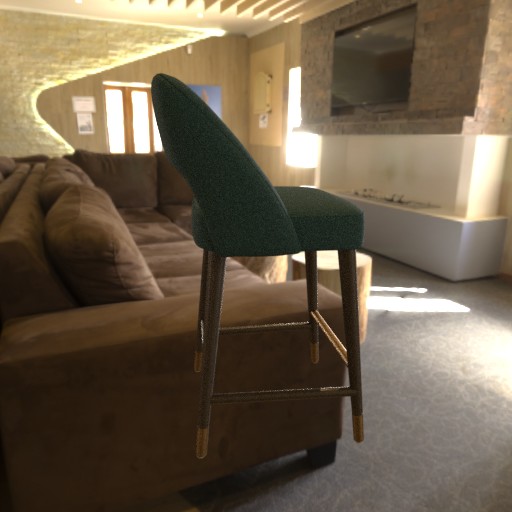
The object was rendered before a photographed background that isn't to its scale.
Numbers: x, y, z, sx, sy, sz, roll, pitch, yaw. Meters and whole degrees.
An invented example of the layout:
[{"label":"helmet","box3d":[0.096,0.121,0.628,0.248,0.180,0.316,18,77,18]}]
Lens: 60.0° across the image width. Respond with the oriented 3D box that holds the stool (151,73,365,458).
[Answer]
[{"label":"stool","box3d":[0.000,0.000,1.248,0.522,0.939,0.536,-2,15,-8]}]
